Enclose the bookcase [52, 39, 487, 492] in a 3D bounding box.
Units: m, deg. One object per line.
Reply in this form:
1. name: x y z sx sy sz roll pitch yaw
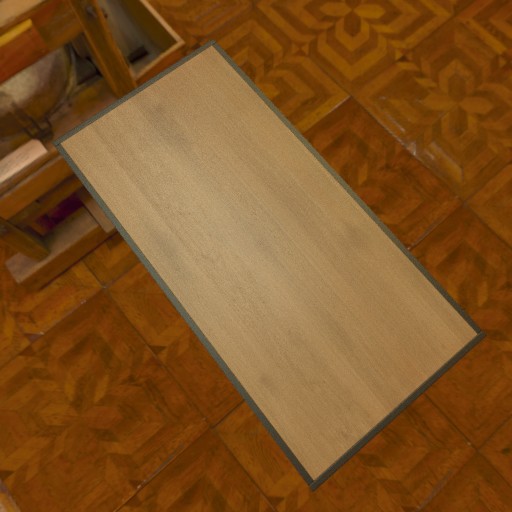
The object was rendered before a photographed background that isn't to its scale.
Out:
1. bookcase: 0.000 0.000 1.225 0.500 0.400 1.000 -37 78 -10
